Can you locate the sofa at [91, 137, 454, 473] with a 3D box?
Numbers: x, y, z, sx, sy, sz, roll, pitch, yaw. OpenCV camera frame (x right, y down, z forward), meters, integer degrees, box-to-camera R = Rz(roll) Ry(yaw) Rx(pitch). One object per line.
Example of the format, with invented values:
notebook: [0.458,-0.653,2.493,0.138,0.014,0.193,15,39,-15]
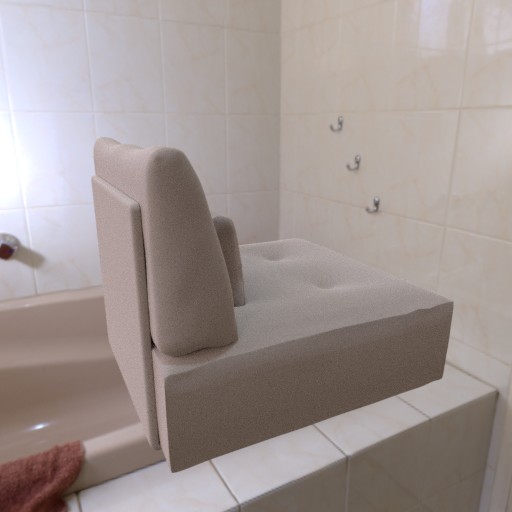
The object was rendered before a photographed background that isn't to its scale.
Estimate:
sofa: [0.000,0.000,1.613,1.000,0.828,0.935,-8,18,-26]
